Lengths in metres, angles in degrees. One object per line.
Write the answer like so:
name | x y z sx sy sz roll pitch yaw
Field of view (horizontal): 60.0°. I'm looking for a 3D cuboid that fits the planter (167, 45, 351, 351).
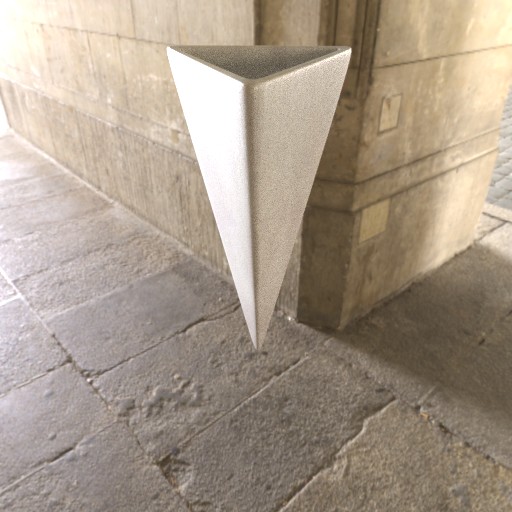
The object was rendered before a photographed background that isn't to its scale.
planter | 0.000 0.000 0.270 0.101 0.224 0.081 1 31 2
